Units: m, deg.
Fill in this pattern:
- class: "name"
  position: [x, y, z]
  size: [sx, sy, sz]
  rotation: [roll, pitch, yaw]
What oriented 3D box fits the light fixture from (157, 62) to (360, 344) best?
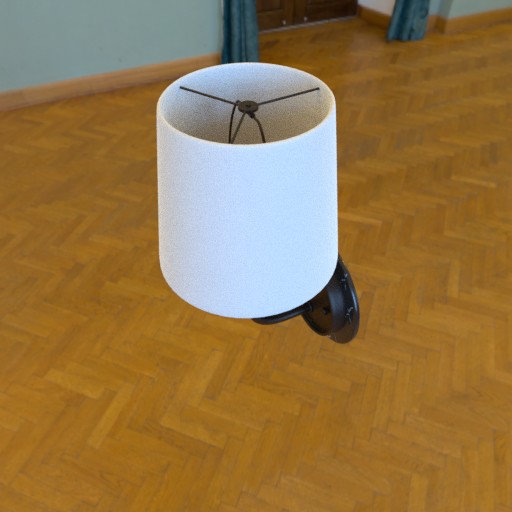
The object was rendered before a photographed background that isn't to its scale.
- class: "light fixture"
  position: [0.000, 0.000, 0.445]
  size: [0.188, 0.337, 0.168]
  rotation: [-19, 49, -17]
